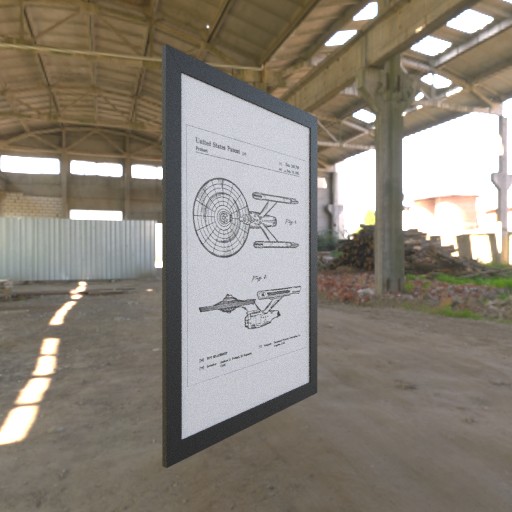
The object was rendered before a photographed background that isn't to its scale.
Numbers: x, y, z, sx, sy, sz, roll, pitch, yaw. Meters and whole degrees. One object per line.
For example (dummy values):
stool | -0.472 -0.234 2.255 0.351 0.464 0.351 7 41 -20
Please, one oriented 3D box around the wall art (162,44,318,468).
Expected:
wall art | 0.000 0.000 0.706 0.008 0.530 0.379 0 0 38
